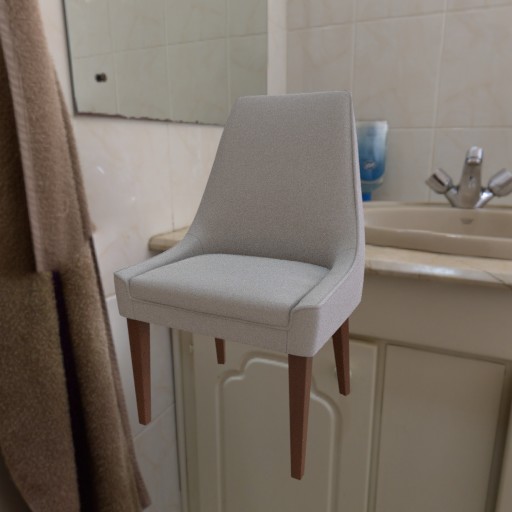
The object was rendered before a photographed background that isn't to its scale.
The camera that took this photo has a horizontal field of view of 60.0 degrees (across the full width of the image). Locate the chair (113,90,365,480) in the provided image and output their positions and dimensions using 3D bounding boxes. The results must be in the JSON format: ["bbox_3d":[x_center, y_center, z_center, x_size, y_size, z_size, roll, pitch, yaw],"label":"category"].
[{"bbox_3d":[0.000,0.000,1.175,0.529,0.861,0.544,7,15,26],"label":"chair"}]
